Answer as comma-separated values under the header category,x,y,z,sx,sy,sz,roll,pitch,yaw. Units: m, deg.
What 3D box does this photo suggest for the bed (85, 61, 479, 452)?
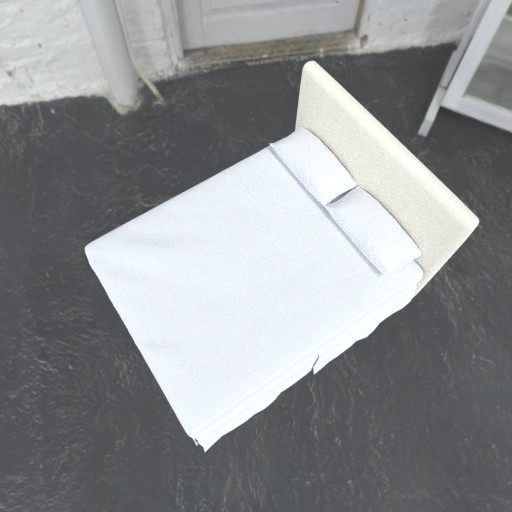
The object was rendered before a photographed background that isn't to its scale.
category,x,y,z,sx,sy,sz,roll,pitch,yaw
bed,0.000,0.000,3.226,2.142,1.330,1.713,-31,68,-14
